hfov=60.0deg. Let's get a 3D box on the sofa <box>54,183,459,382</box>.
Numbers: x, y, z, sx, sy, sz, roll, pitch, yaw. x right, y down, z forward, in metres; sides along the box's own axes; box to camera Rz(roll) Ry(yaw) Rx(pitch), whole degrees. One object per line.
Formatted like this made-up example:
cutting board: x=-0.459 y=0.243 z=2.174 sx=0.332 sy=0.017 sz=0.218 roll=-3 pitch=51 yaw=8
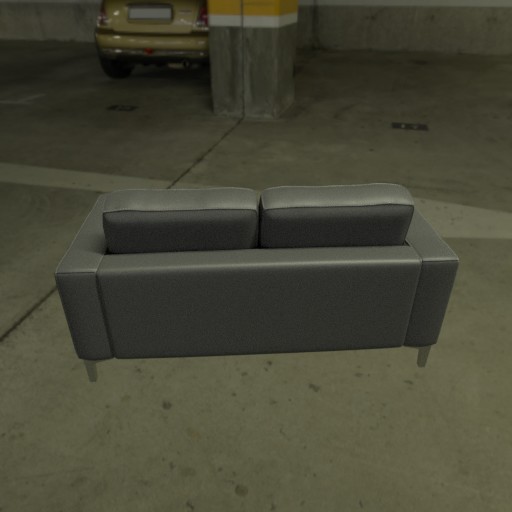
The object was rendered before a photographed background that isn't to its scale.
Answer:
sofa: x=0.000 y=0.000 z=2.267 sx=1.726 sy=0.892 sz=0.833 roll=-2 pitch=31 yaw=-3
